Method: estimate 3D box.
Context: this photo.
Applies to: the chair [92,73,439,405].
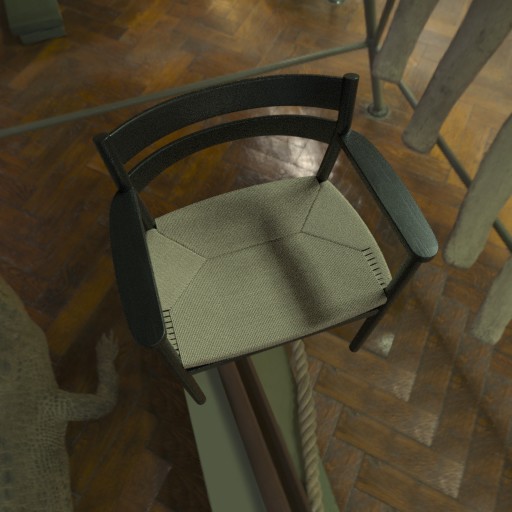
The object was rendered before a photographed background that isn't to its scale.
[{"bbox_3d":[0.000,0.000,1.179,0.630,0.775,0.508,-17,64,-8],"label":"chair"}]
